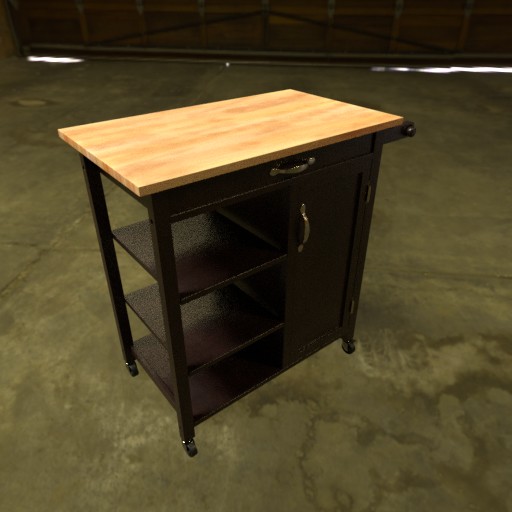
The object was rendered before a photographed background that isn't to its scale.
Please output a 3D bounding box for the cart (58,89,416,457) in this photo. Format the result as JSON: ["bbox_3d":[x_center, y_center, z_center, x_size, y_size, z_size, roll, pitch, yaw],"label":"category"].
[{"bbox_3d":[0.000,0.000,1.439,0.914,0.878,0.472,-22,38,-31],"label":"cart"}]
